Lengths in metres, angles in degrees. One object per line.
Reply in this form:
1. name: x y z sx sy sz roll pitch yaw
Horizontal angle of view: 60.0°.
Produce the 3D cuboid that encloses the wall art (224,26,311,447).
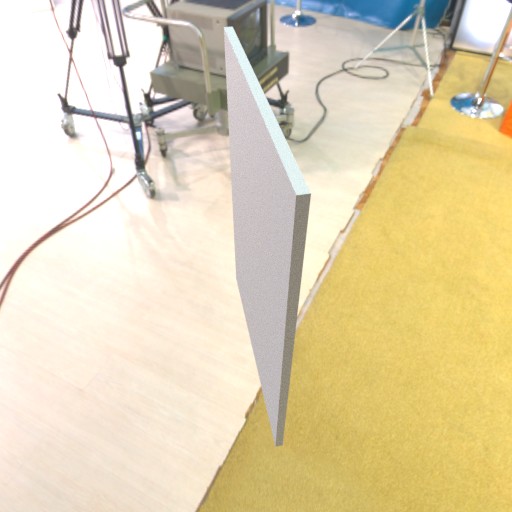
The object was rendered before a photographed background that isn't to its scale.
1. wall art: 0.000 0.000 0.680 0.013 0.533 0.381 -9 47 -8
